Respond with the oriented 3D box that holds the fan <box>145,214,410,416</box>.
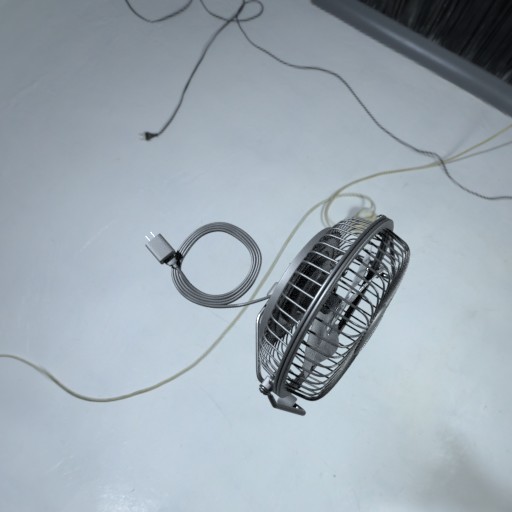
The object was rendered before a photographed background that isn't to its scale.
[{"bbox_3d":[0.000,0.000,0.316,0.202,0.152,0.153,35,77,9],"label":"fan"}]
